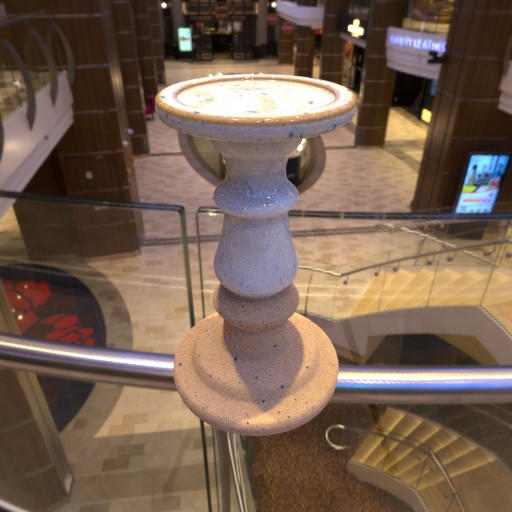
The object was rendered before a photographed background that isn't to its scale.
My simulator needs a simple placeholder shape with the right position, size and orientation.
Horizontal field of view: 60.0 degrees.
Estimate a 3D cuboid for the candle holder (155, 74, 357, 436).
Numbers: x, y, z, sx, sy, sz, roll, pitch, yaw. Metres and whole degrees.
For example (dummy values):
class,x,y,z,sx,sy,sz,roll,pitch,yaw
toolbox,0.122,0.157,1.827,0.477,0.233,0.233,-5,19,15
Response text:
class,x,y,z,sx,sy,sz,roll,pitch,yaw
candle holder,0.000,0.000,0.284,0.123,0.202,0.123,0,32,0
